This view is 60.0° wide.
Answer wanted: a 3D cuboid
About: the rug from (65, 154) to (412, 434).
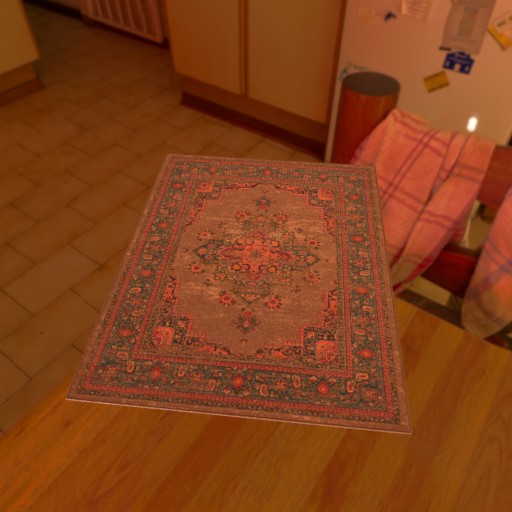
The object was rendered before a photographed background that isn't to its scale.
[{"bbox_3d":[0.000,0.000,4.111,2.434,0.013,3.057,4,47,4],"label":"rug"}]
